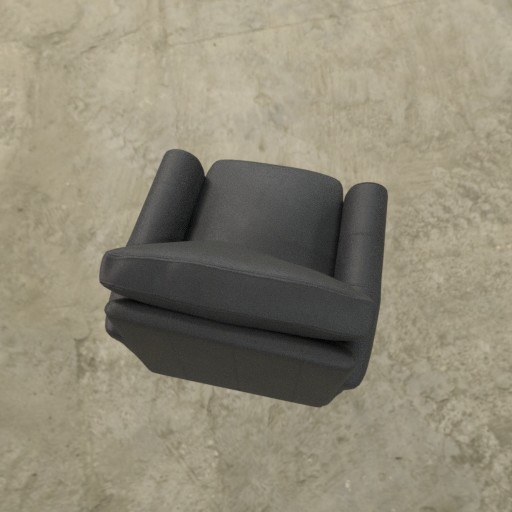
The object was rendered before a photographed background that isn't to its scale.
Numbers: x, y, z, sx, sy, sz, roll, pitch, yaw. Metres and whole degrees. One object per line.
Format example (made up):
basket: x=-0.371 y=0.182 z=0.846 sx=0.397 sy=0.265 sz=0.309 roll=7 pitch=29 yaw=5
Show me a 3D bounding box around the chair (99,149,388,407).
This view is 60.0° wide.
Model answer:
chair: x=0.000 y=0.000 z=1.812 sx=1.015 sy=0.960 sz=1.027 roll=15 pitch=64 yaw=8
